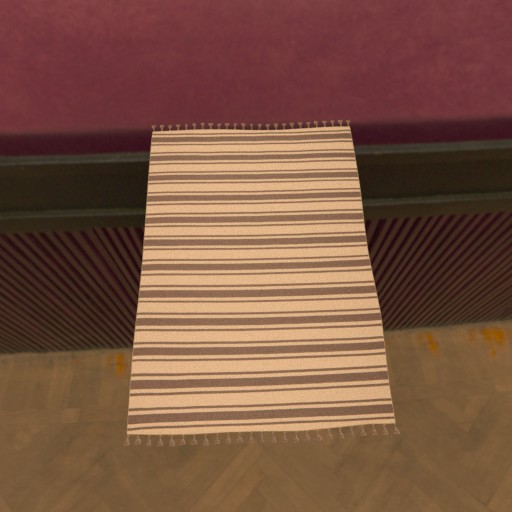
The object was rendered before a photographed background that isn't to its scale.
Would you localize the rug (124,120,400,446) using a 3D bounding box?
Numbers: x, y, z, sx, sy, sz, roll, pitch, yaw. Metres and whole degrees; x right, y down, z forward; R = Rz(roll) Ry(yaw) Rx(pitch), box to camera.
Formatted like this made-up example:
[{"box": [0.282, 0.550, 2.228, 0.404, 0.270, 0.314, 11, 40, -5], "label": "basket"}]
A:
[{"box": [0.000, 0.000, 3.890, 2.030, 0.017, 3.040, -2, 65, -1], "label": "rug"}]
